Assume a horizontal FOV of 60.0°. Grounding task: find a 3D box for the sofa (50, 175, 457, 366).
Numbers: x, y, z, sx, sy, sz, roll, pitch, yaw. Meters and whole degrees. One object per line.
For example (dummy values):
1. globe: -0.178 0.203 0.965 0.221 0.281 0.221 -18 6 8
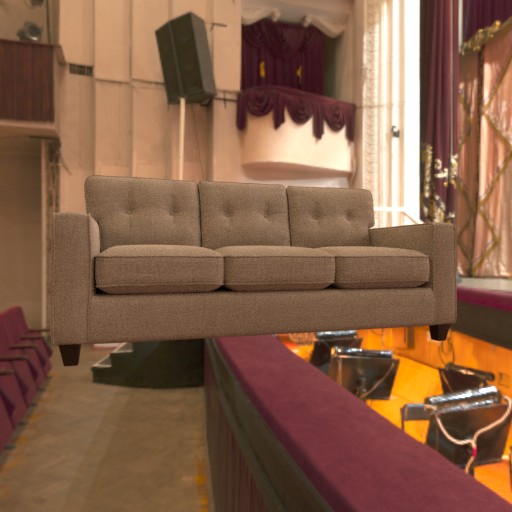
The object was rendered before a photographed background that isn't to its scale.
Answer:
1. sofa: 0.000 0.000 2.620 2.133 0.965 0.939 0 0 -17
